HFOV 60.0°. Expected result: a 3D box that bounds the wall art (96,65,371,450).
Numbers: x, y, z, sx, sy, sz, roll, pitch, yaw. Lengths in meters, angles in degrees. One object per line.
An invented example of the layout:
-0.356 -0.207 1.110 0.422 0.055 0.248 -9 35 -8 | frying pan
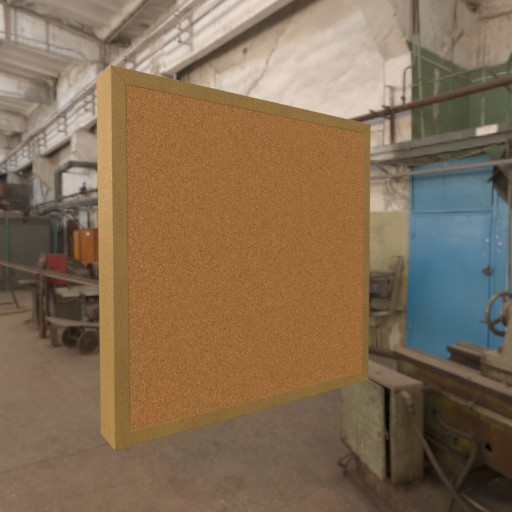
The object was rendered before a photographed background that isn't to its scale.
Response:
0.000 0.000 0.453 0.305 0.305 0.038 -1 3 -36 | wall art
